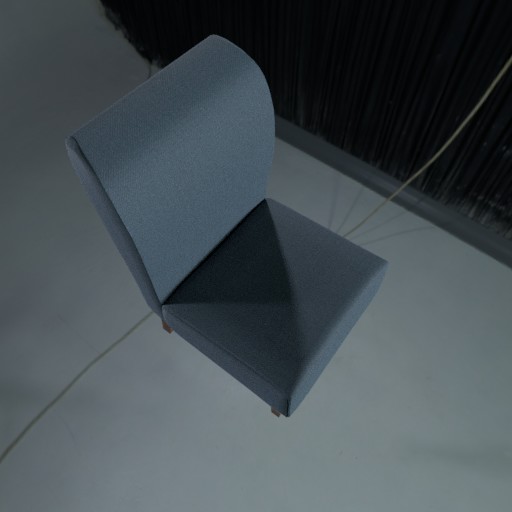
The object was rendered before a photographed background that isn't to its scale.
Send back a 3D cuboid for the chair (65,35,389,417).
[{"bbox_3d":[0.000,0.000,1.159,0.592,0.804,0.513,31,63,18],"label":"chair"}]
